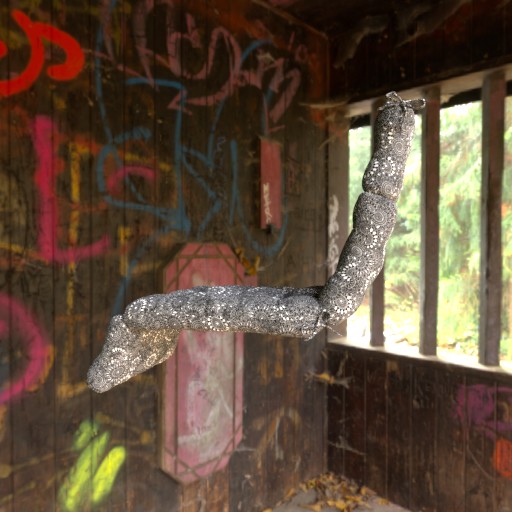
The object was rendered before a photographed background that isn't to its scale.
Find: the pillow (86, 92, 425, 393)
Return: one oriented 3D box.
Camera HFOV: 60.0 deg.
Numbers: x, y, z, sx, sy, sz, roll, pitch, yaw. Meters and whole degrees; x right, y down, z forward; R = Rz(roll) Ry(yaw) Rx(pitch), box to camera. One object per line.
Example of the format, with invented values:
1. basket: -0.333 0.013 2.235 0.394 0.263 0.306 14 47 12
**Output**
1. pillow: 0.000 0.000 1.482 1.016 0.863 0.526 0 1 16
